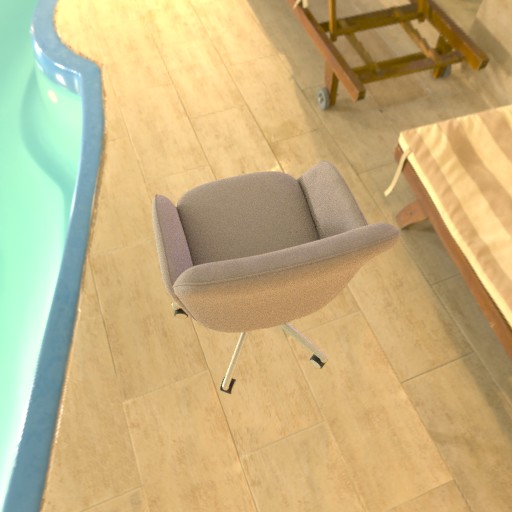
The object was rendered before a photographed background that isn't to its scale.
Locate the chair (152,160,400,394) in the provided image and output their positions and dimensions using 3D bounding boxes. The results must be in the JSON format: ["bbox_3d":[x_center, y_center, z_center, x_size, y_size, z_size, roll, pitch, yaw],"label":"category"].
[{"bbox_3d":[0.000,0.000,1.424,0.648,0.959,0.654,-13,60,-8],"label":"chair"}]
